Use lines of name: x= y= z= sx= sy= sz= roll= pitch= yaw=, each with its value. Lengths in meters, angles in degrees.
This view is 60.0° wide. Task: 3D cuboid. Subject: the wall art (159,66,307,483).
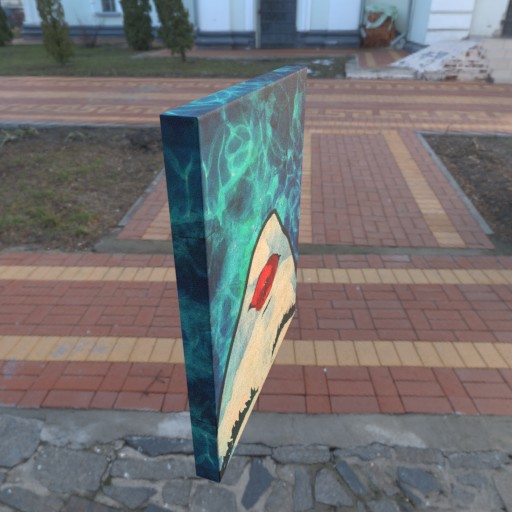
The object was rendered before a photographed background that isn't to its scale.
wall art: x=0.000 y=0.000 z=0.693 sx=0.038 sy=0.508 sz=0.432 roll=9 pitch=30 yaw=16
